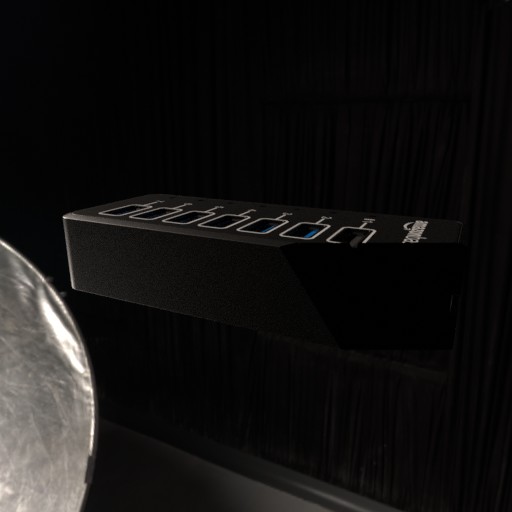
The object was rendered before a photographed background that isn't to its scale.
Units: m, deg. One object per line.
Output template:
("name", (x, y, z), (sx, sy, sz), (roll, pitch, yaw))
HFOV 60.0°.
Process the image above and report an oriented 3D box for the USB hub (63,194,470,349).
("USB hub", (0.000, 0.000, 0.129), (0.110, 0.023, 0.044), (8, 19, 25))
